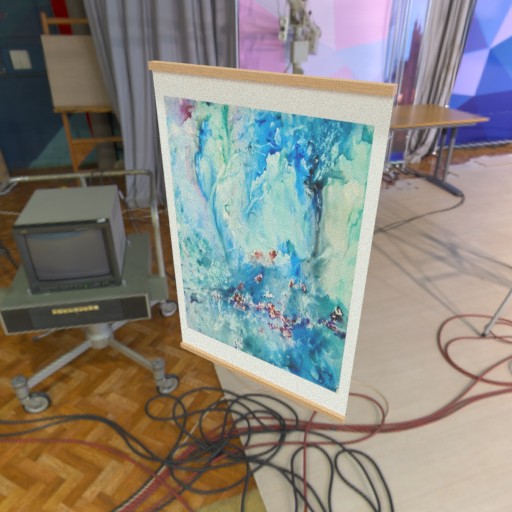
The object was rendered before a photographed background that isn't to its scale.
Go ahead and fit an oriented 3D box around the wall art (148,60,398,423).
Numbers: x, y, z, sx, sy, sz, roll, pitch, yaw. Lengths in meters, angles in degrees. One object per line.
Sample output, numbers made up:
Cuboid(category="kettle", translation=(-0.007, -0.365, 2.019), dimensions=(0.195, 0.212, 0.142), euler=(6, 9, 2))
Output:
Cuboid(category="wall art", translation=(0.000, 0.000, 0.786), dimensions=(0.401, 0.611, 0.016), euler=(18, 35, 27))
